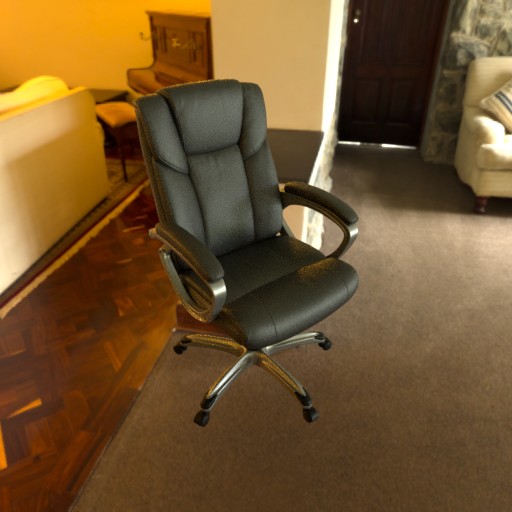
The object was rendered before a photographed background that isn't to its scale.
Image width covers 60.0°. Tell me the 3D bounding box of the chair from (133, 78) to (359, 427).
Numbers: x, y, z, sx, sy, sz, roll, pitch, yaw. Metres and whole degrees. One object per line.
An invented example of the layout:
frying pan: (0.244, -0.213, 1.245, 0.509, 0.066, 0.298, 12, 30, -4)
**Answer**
chair: (0.000, 0.000, 1.620, 0.721, 1.130, 0.719, -21, 37, -32)
